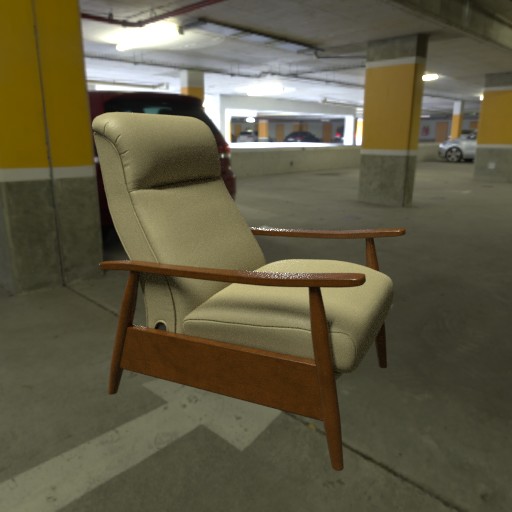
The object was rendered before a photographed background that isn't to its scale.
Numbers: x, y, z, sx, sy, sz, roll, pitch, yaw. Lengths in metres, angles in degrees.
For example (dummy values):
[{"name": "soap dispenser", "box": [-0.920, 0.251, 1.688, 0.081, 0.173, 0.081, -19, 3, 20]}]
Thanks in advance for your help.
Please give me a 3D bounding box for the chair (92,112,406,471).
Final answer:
[{"name": "chair", "box": [0.000, 0.000, 1.747, 1.014, 1.082, 0.762, 7, 17, 26]}]
